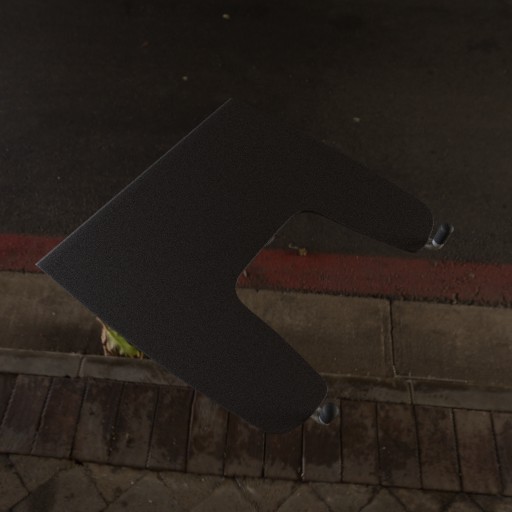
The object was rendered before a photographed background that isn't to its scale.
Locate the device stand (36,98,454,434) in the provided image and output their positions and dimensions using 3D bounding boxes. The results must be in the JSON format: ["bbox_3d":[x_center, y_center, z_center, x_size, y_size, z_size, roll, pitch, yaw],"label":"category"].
[{"bbox_3d":[0.000,0.000,0.353,0.230,0.092,0.230,33,64,18],"label":"device stand"}]
